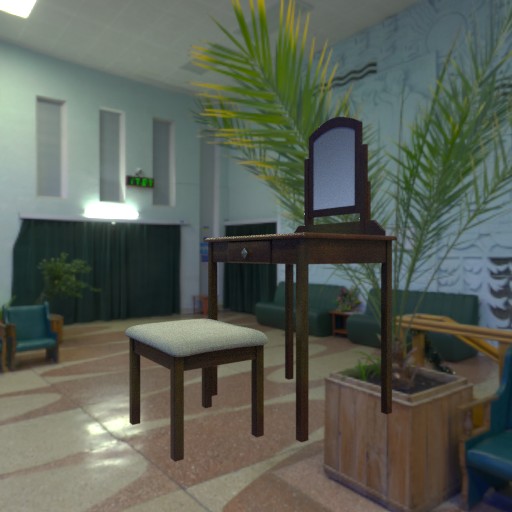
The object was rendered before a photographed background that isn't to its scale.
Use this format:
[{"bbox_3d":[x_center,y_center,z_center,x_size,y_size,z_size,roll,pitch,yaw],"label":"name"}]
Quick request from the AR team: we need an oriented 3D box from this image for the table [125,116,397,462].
[{"bbox_3d":[0.000,0.000,2.298,1.211,1.631,0.876,0,0,-36],"label":"table"}]
